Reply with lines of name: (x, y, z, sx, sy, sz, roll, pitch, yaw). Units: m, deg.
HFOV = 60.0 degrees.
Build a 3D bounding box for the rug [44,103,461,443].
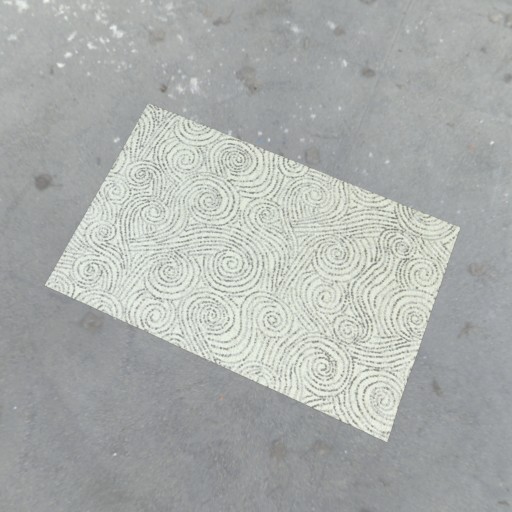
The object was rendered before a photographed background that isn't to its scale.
rug: (0.000, 0.000, 3.026, 2.439, 0.005, 1.524, 23, 77, 6)
